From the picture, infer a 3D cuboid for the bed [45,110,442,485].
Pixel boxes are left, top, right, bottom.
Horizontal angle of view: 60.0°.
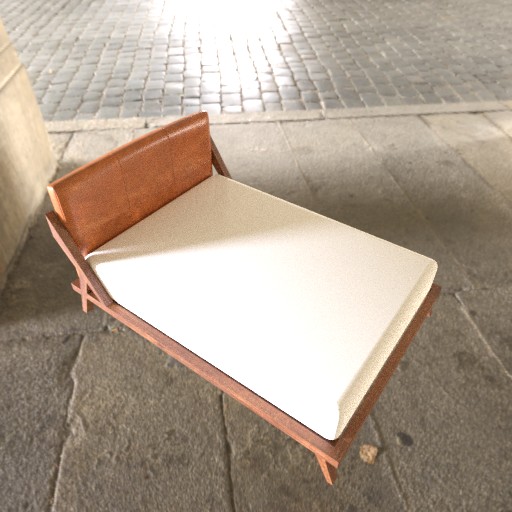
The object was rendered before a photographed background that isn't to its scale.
[{"bbox_3d":[0.000,0.000,3.197,2.311,1.168,1.651,26,47,27],"label":"bed"}]
